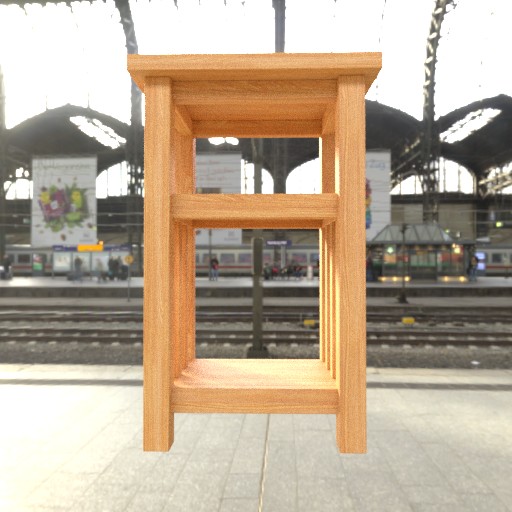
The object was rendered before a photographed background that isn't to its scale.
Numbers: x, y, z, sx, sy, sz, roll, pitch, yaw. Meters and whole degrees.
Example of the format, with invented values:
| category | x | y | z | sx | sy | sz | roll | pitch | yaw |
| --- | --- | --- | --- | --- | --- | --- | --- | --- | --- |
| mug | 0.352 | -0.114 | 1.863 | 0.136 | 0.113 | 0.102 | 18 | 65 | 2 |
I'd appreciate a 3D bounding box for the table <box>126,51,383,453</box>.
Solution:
| category | x | y | z | sx | sy | sz | roll | pitch | yaw |
| --- | --- | --- | --- | --- | --- | --- | --- | --- | --- |
| table | 0.000 | 0.000 | 0.734 | 0.350 | 0.550 | 0.270 | 0 | -1 | 1 |
